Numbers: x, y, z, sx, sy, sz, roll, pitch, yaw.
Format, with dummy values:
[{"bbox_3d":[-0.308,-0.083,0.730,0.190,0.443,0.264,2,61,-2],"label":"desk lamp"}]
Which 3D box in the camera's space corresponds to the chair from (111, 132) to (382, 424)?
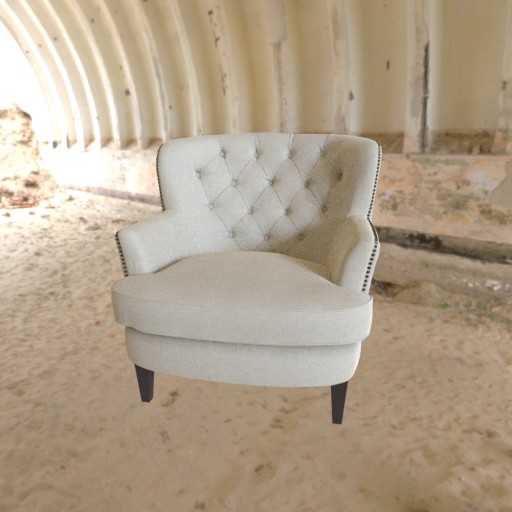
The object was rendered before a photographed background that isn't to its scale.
[{"bbox_3d":[0.000,0.000,1.588,0.848,0.868,0.906,3,15,10],"label":"chair"}]
